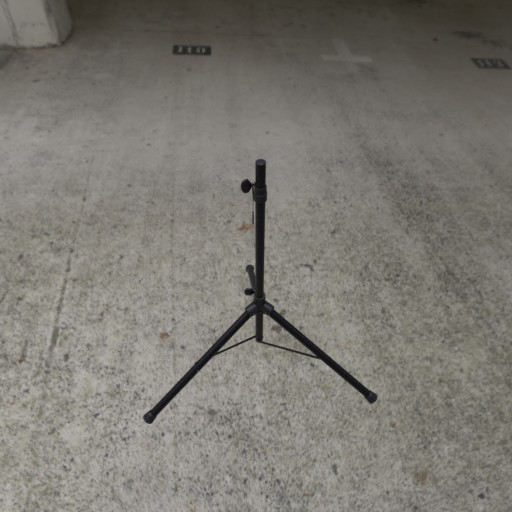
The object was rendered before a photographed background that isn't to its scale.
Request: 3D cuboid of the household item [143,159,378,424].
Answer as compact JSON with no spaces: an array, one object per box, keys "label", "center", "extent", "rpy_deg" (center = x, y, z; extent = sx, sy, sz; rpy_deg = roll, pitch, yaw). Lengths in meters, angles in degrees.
[{"label":"household item","center":[0.000,0.000,1.875],"extent":[1.045,1.136,0.907],"rpy_deg":[-3,45,-3]}]
